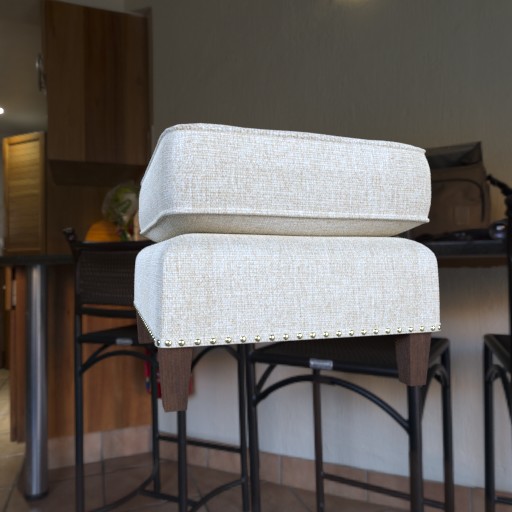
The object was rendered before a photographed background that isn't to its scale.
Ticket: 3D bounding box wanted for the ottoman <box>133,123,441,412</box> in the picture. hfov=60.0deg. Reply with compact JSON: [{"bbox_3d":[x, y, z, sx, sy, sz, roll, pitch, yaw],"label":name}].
[{"bbox_3d":[0.000,0.000,1.164,0.589,0.537,0.738,0,-1,-18],"label":"ottoman"}]
